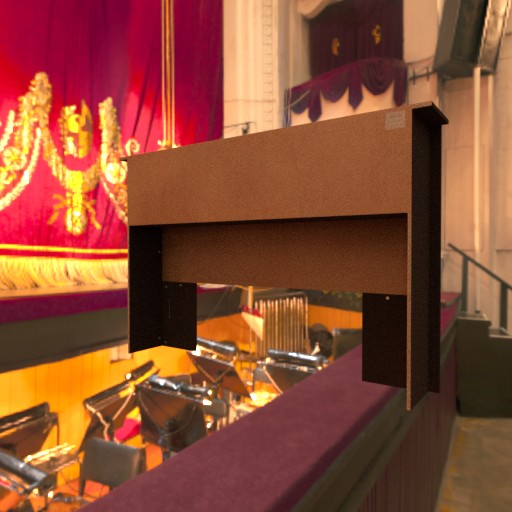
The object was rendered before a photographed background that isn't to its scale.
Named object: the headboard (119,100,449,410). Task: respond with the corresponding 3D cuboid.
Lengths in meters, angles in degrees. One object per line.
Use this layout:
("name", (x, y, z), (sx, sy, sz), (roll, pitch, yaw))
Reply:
("headboard", (0.000, 0.000, 2.131), (1.671, 1.092, 0.279), (1, 1, 35))
